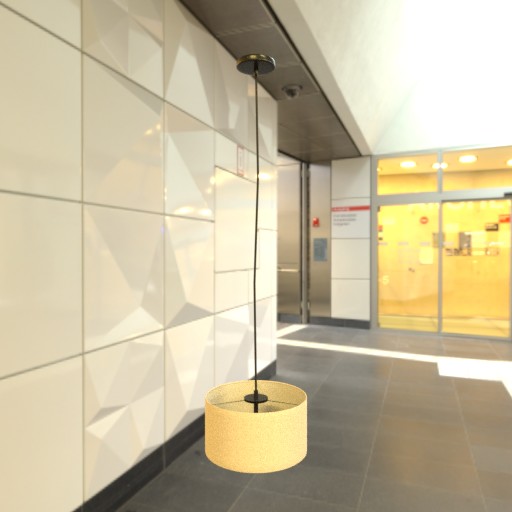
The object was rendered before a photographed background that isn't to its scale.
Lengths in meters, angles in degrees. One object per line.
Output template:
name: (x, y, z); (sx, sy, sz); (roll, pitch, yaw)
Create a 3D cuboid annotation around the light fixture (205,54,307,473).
light fixture: (0.000, 0.000, 1.742); (0.399, 1.516, 0.399); (0, 1, 0)
